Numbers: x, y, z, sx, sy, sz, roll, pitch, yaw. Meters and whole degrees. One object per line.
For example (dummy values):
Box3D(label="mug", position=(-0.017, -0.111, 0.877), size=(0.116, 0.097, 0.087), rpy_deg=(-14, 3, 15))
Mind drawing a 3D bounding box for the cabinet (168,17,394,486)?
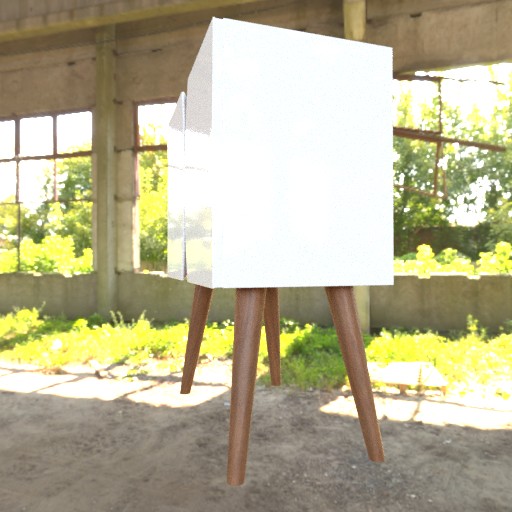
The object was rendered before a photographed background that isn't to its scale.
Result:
Box3D(label="cabinet", position=(0.000, 0.000, 1.048), size=(0.344, 0.772, 0.591), rpy_deg=(0, -1, -18))
